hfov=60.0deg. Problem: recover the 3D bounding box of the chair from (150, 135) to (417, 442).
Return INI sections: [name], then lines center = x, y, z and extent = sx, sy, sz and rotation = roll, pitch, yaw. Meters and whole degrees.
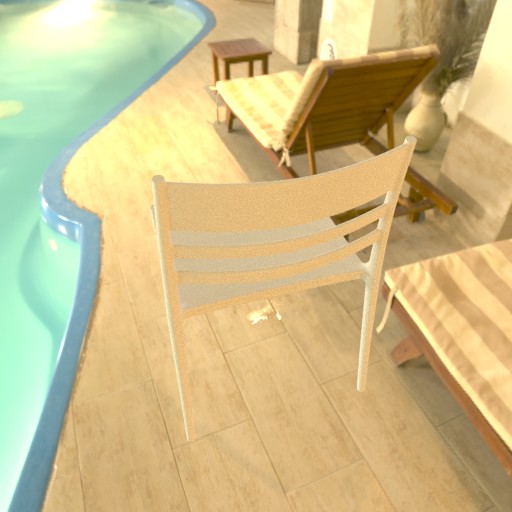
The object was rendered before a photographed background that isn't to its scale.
[chair]
center = 0.000, 0.000, 1.155
extent = 0.531, 0.800, 0.511
rotation = -12, 43, -13
